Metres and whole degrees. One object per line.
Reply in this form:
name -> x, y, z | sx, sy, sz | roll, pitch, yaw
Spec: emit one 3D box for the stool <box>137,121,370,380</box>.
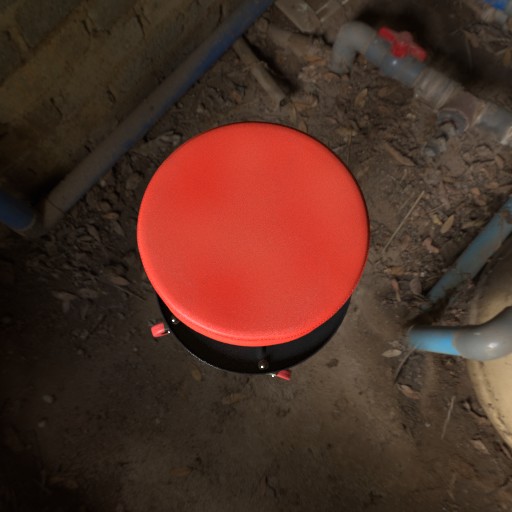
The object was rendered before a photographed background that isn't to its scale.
stool -> 0.000, 0.000, 0.689 | 0.381, 0.365, 0.382 | 0, 77, 0
